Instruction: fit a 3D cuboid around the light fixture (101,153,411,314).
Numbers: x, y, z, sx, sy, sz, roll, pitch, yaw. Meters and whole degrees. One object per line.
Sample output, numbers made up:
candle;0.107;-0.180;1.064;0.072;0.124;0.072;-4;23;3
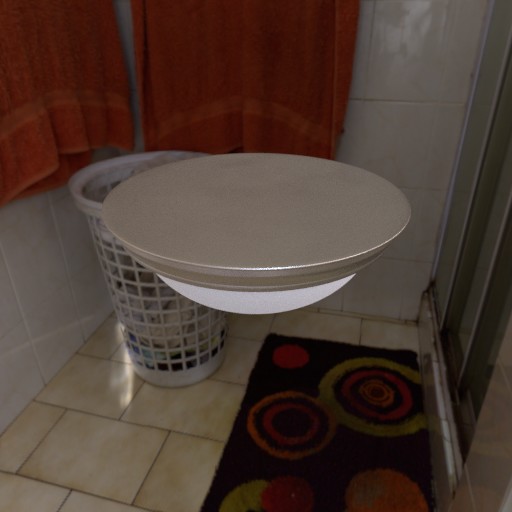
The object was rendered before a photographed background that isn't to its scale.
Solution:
light fixture;0.000;0.000;0.451;0.280;0.135;0.280;0;29;0
